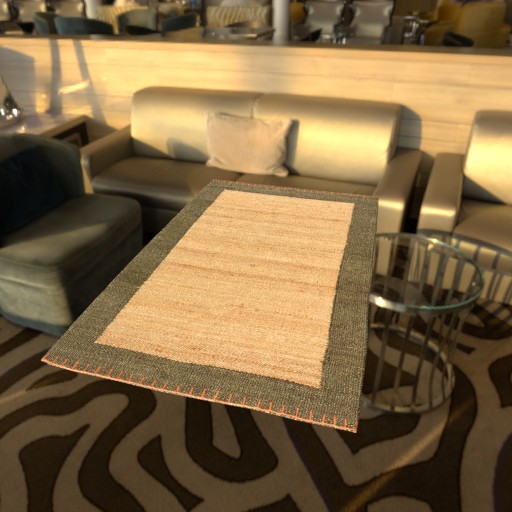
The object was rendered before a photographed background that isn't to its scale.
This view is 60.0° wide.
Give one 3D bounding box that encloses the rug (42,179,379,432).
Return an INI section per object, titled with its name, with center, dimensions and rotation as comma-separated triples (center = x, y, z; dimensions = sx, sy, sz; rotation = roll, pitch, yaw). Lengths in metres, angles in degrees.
[rug]
center = 0.000, 0.000, 2.927
dimensions = 1.521, 0.006, 2.435
rotation = 8, 32, 13
